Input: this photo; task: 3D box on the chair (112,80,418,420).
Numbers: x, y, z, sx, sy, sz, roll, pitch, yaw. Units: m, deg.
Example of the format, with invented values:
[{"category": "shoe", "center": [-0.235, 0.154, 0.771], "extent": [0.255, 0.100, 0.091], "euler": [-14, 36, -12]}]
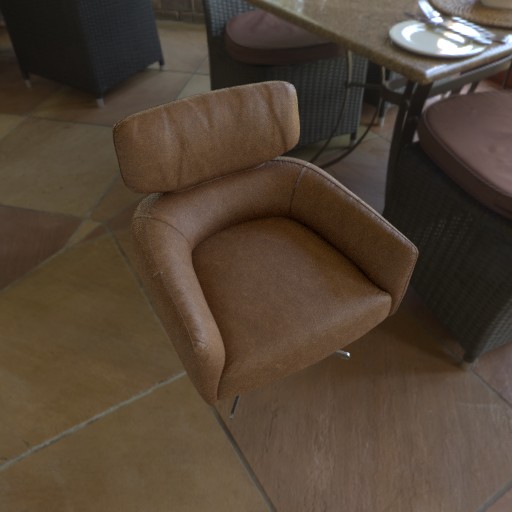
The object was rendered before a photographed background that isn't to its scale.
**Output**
[{"category": "chair", "center": [0.000, 0.000, 1.395], "extent": [0.706, 0.812, 0.715], "euler": [-21, 49, -20]}]
